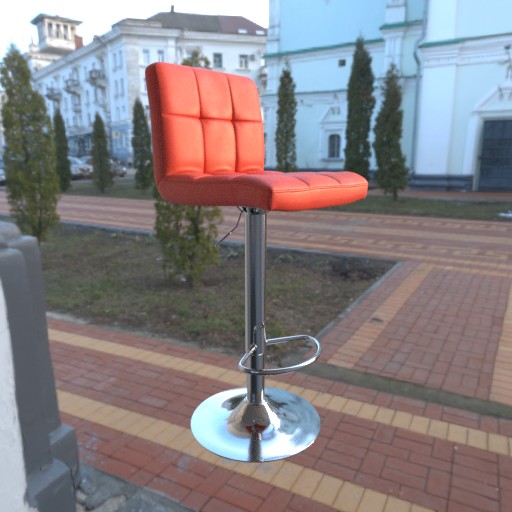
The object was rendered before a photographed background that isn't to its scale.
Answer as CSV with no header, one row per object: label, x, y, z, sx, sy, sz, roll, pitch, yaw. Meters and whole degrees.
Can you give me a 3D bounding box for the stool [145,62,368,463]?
stool,0.000,0.000,1.341,0.505,1.115,0.430,12,17,43
